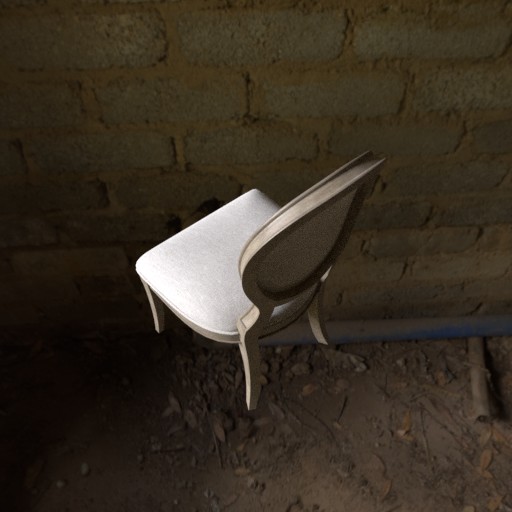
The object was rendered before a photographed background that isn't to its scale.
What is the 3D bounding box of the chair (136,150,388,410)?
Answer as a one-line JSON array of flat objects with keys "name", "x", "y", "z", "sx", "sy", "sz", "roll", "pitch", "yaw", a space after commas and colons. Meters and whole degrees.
[{"name": "chair", "x": 0.000, "y": 0.000, "z": 1.367, "sx": 0.558, "sy": 0.990, "sz": 0.602, "roll": -35, "pitch": 57, "yaw": -26}]
